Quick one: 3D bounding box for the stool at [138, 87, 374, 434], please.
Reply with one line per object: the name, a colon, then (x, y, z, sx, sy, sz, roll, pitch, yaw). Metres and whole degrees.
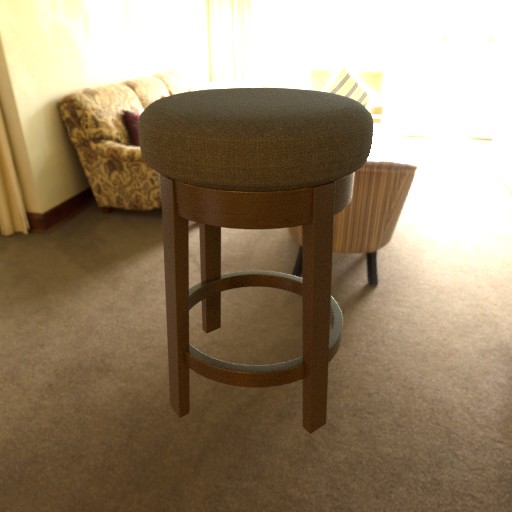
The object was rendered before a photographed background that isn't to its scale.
stool: (0.000, 0.000, 0.956, 0.449, 0.655, 0.449, 0, 28, 0)
